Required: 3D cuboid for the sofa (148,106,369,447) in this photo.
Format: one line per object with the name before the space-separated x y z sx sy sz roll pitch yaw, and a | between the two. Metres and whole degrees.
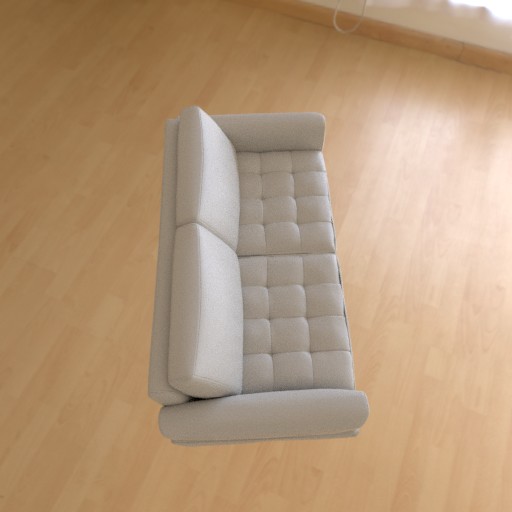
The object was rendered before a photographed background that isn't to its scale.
sofa | 0.000 0.000 2.824 1.121 0.930 2.177 -2 63 -1
